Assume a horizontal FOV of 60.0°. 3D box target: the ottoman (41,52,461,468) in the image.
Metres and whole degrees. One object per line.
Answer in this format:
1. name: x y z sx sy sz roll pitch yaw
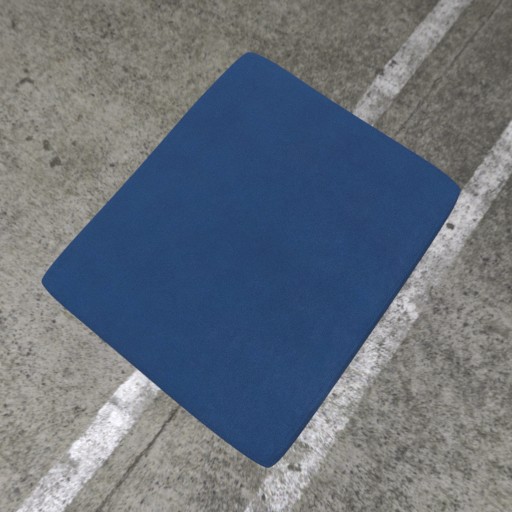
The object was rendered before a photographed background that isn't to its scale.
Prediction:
1. ottoman: 0.000 0.000 1.158 0.655 0.485 0.794 36 78 9
